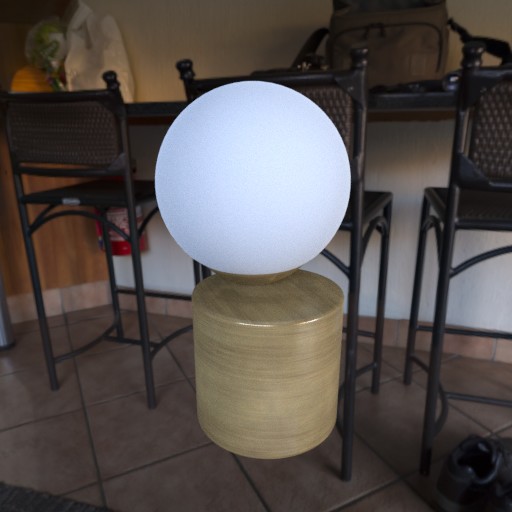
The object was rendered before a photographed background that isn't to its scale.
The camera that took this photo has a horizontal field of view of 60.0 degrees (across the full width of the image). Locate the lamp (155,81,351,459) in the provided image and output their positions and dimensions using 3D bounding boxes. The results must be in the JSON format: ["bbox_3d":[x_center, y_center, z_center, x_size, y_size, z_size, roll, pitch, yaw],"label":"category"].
[{"bbox_3d":[0.000,0.000,0.340,0.141,0.250,0.152,-8,19,-23],"label":"lamp"}]
